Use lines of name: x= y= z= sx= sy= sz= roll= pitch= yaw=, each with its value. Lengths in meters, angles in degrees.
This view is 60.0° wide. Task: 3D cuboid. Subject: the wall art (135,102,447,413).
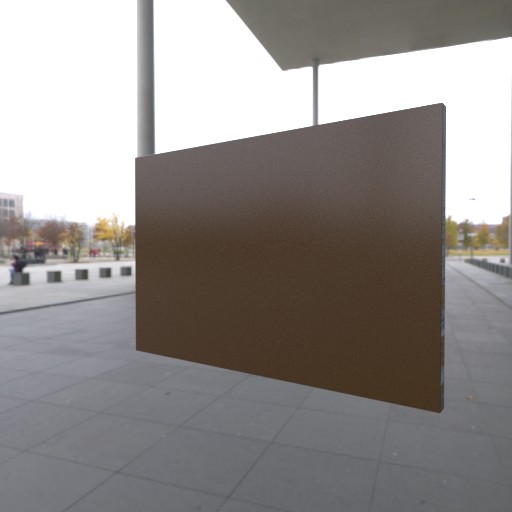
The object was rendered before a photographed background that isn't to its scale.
wall art: x=0.000 y=0.000 z=1.433 sx=1.145 sy=0.762 sz=0.041 roll=1 pitch=1 yaw=36
